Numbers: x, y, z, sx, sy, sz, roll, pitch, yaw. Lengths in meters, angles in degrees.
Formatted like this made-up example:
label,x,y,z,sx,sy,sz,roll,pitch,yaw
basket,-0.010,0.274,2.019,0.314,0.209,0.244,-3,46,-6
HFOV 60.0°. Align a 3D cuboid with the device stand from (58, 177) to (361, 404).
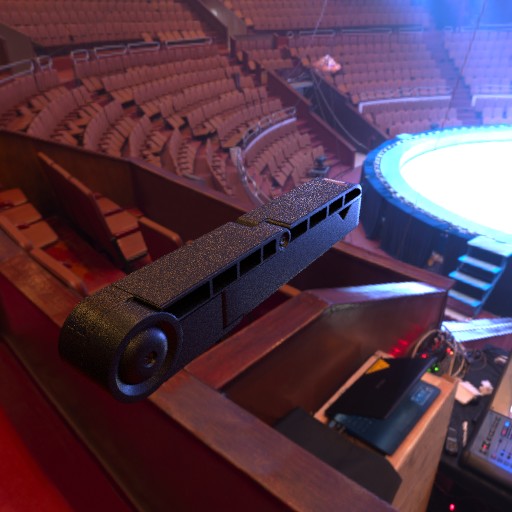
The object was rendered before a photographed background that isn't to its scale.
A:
label,x,y,z,sx,sy,sz,roll,pitch,yaw
device stand,0.000,0.000,0.197,0.026,0.030,0.179,18,32,31
